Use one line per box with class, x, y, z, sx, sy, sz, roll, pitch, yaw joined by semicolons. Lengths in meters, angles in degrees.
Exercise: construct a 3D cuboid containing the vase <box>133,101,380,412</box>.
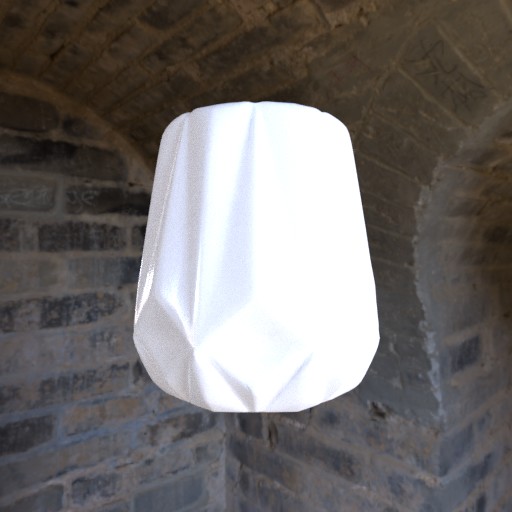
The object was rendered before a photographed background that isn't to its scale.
vase;0.000;0.000;0.264;0.141;0.152;0.141;0;0;0
